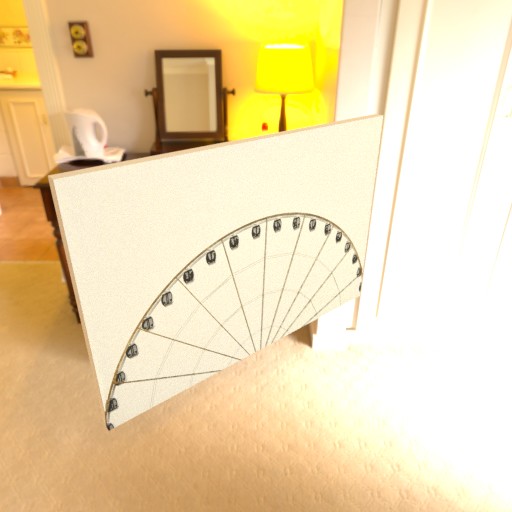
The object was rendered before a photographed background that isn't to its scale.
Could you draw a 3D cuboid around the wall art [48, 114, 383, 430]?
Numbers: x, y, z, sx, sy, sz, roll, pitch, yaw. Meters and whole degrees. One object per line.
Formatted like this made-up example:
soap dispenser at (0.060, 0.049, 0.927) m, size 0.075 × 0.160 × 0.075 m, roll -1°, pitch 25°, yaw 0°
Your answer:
wall art at (0.000, 0.000, 1.453) m, size 1.144 × 0.767 × 0.038 m, roll -21°, pitch 34°, yaw -34°
